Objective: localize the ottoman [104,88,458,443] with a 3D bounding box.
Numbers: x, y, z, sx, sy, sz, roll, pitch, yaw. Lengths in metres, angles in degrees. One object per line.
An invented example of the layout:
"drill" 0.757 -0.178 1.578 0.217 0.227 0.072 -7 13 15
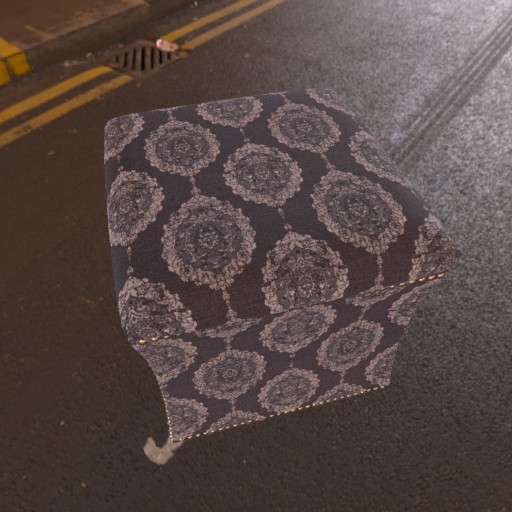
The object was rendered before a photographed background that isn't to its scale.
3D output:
"ottoman" 0.000 0.000 0.892 0.497 0.475 0.507 -11 49 -10
